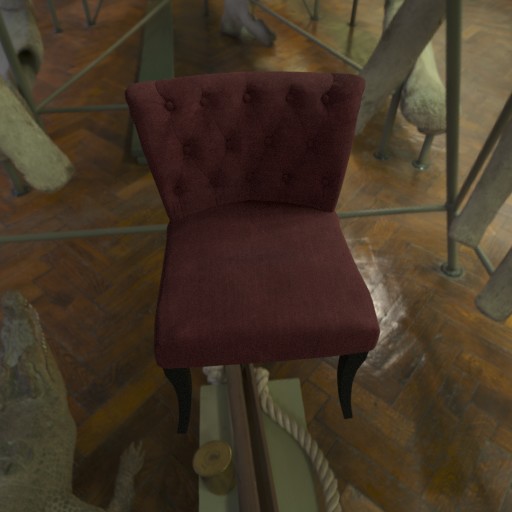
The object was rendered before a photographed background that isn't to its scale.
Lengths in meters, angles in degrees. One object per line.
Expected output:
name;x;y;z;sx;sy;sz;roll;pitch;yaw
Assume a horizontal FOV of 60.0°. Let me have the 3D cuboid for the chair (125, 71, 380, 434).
chair;0.000;0.000;1.170;0.582;0.750;0.605;-4;46;-4
